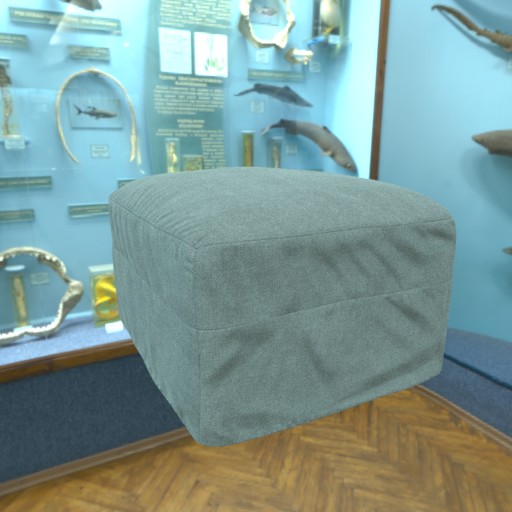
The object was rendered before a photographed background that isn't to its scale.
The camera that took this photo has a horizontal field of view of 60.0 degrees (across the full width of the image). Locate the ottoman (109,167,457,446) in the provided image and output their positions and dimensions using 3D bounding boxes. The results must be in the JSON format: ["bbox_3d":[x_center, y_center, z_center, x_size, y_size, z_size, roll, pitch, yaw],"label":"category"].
[{"bbox_3d":[0.000,0.000,1.236,0.683,0.481,0.837,-8,17,-26],"label":"ottoman"}]
